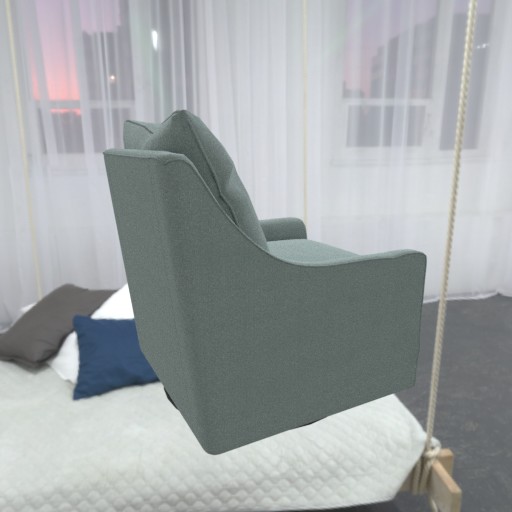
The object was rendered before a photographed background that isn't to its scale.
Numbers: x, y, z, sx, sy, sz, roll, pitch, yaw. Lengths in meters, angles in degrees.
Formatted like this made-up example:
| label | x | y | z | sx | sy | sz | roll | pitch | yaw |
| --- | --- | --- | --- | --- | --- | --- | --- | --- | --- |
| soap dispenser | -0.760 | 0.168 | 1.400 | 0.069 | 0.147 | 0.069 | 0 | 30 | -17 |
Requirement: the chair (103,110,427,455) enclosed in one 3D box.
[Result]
| label | x | y | z | sx | sy | sz | roll | pitch | yaw |
| --- | --- | --- | --- | --- | --- | --- | --- | --- | --- |
| chair | 0.000 | 0.000 | 1.559 | 0.870 | 0.926 | 0.760 | -8 | 16 | -27 |
